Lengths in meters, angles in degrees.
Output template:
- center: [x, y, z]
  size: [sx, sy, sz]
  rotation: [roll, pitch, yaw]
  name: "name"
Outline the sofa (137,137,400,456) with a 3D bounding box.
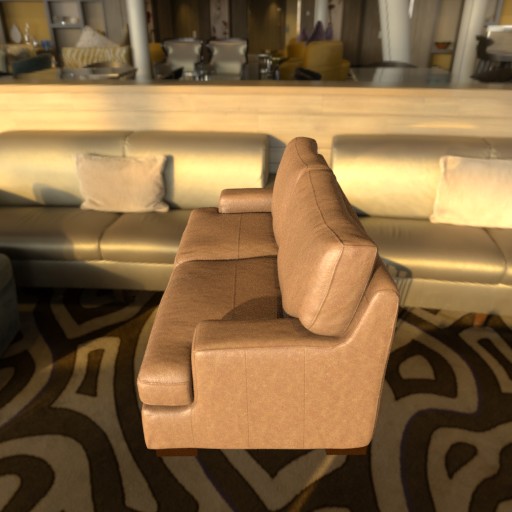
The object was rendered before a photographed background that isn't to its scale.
- center: [0.000, 0.000, 2.436]
  size: [0.962, 0.980, 1.855]
  rotation: [0, 27, -1]
  name: "sofa"
